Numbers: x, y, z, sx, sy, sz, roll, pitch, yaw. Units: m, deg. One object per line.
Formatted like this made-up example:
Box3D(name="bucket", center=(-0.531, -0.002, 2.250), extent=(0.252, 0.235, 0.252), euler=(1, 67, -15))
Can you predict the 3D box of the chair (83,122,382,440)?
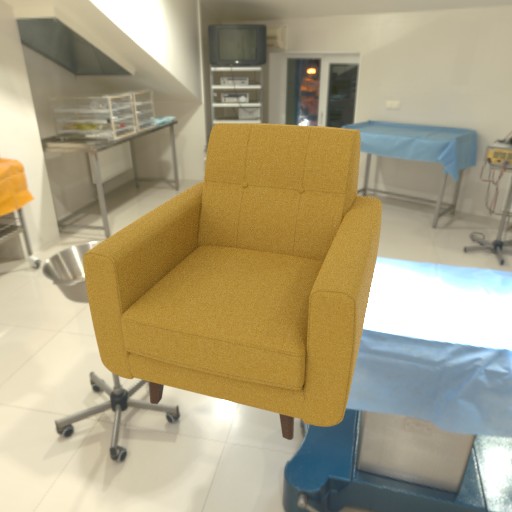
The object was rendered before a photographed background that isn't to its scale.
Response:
Box3D(name="chair", center=(0.000, 0.000, 1.624), extent=(0.831, 0.841, 0.909), euler=(8, 26, 17))
